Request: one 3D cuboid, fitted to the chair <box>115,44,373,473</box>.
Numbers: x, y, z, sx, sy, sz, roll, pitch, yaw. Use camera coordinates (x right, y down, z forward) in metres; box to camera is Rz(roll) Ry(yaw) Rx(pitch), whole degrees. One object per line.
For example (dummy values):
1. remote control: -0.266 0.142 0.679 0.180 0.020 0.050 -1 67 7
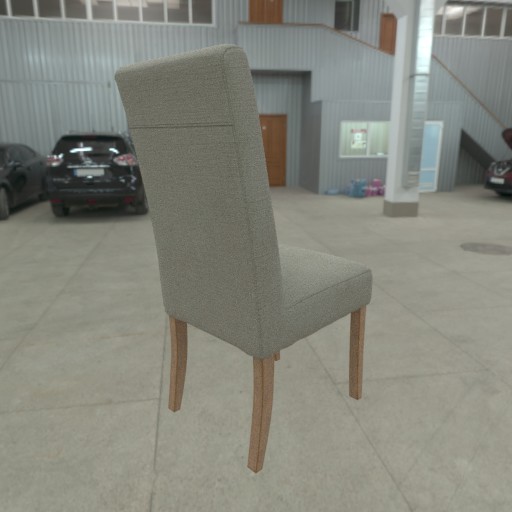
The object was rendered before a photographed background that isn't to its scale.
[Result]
1. chair: 0.000 0.000 1.314 0.611 1.033 0.450 -14 21 -43
